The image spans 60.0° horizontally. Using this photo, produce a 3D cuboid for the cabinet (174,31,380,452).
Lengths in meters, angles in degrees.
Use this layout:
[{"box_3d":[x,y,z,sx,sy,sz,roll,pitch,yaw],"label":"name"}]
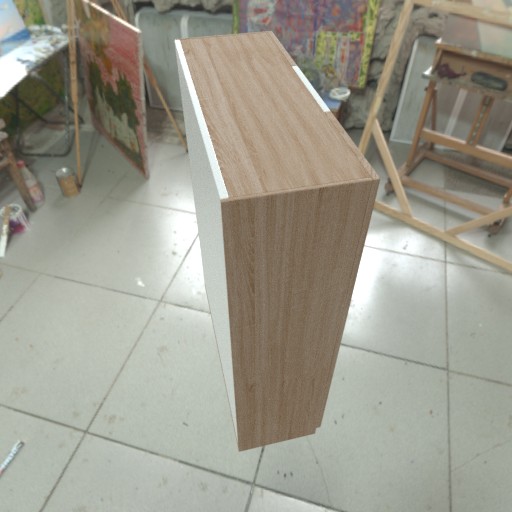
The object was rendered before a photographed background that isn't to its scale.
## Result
[{"box_3d":[0.000,0.000,2.773,0.590,2.120,1.500,-10,46,-9],"label":"cabinet"}]
